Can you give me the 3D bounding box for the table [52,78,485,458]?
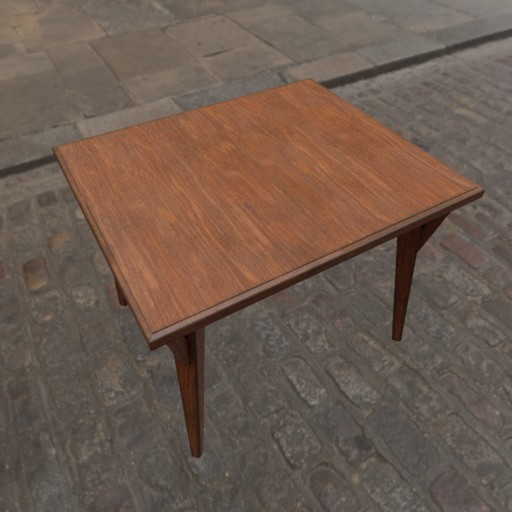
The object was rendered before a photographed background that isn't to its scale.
[{"bbox_3d":[0.000,0.000,1.577,0.991,0.761,0.838,-23,50,-21],"label":"table"}]
